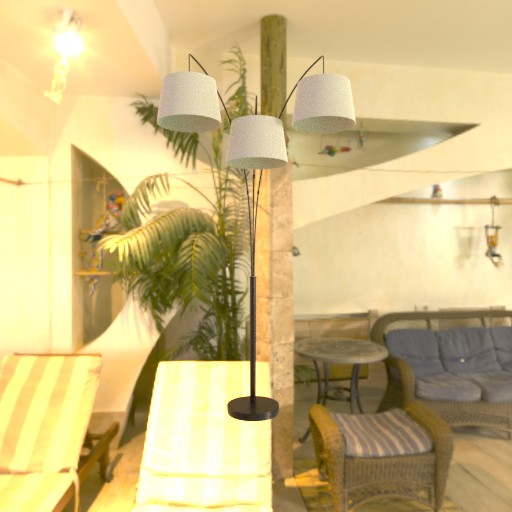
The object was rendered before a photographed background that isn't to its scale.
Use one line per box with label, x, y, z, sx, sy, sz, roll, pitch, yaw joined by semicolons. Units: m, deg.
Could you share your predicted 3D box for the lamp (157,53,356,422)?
lamp;0.000;0.000;2.446;0.951;1.950;0.924;0;1;-1
